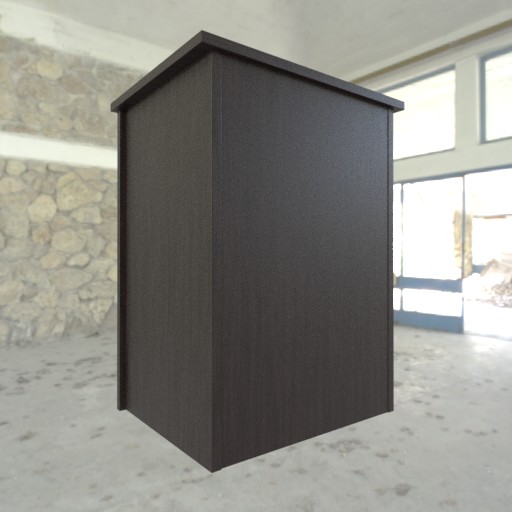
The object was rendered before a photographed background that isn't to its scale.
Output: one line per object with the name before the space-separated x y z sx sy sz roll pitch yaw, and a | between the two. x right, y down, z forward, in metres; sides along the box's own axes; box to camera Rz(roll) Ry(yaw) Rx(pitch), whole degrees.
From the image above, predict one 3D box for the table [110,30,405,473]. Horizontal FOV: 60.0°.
table | 0.000 0.000 0.919 0.480 0.635 0.381 0 0 -37
